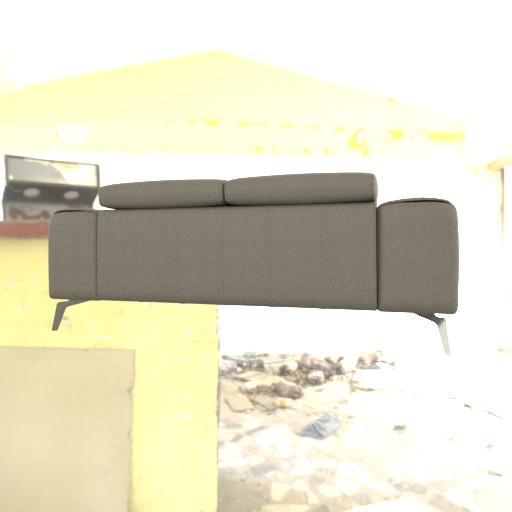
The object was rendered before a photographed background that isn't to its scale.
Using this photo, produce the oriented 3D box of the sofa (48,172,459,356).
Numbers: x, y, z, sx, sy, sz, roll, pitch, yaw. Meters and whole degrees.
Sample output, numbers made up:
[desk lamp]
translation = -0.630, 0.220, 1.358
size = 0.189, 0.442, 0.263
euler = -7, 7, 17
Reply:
[sofa]
translation = 0.000, 0.000, 2.452
size = 1.930, 0.753, 1.024
euler = 0, 1, 17
